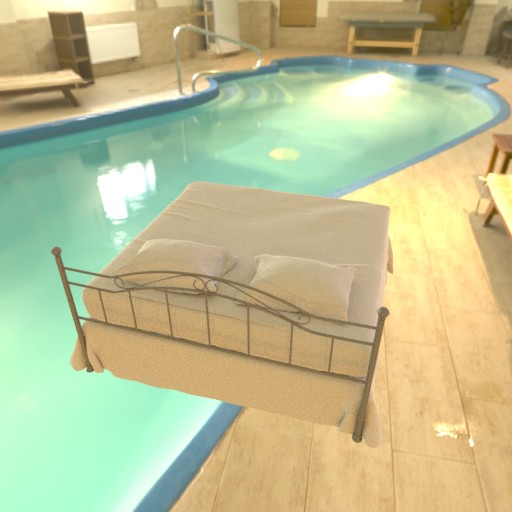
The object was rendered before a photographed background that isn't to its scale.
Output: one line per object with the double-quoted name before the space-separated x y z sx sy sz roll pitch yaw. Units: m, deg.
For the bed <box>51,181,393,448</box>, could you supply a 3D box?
"bed" 0.000 0.000 3.633 2.309 1.080 2.220 10 34 14
